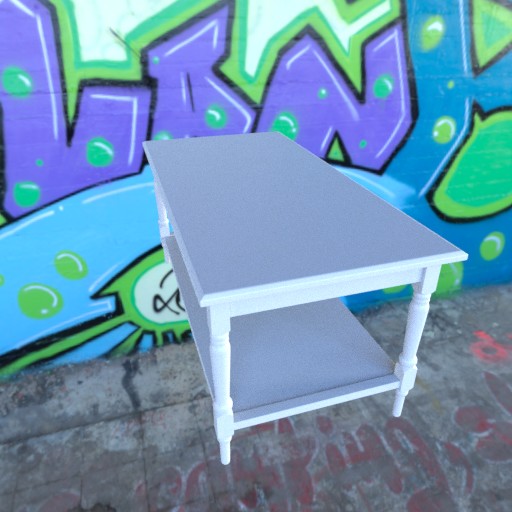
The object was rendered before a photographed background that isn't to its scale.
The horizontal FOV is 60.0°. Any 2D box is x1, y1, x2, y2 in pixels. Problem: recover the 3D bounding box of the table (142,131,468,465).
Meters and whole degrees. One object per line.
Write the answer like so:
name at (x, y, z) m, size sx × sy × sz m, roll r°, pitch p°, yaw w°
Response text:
table at (0.000, 0.000, 1.406) m, size 0.551 × 0.506 × 1.109 m, roll -9°, pitch 30°, yaw -15°
